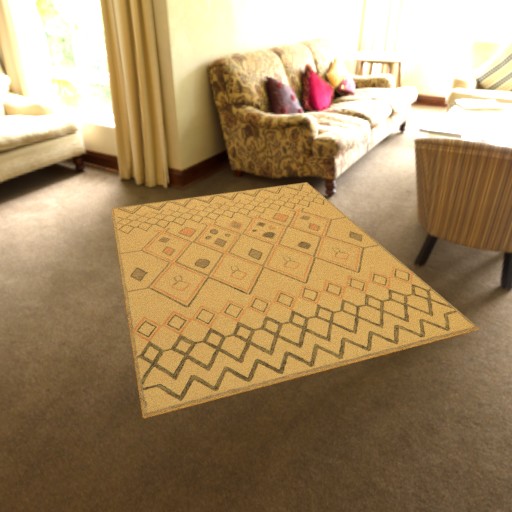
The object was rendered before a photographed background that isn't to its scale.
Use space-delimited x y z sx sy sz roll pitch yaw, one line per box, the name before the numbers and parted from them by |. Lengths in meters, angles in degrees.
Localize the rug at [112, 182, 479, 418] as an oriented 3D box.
rug | 0.000 0.000 4.159 2.441 0.016 3.050 -10 33 -16
